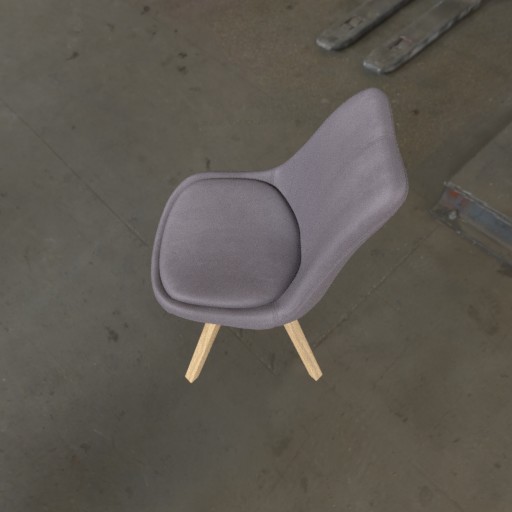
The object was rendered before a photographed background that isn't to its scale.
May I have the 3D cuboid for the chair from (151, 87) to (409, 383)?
[{"bbox_3d":[0.000,0.000,1.199,0.547,0.865,0.483,1,57,0],"label":"chair"}]
